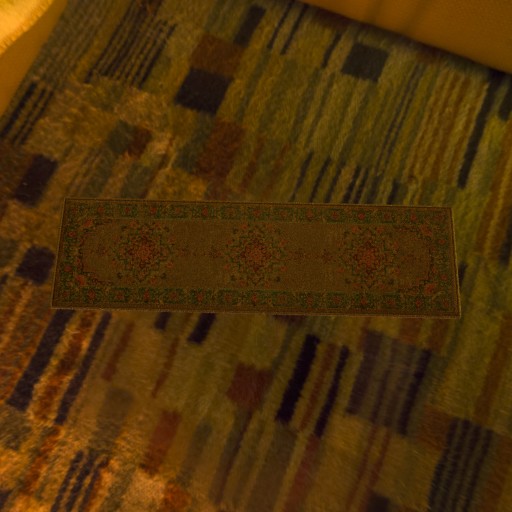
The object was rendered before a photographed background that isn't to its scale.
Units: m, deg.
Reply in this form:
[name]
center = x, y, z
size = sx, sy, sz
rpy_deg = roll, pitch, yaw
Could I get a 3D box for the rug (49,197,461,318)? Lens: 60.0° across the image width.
[rug]
center = 0.000, 0.000, 2.538
size = 2.297, 0.019, 0.659
rpy_deg = 1, 77, 0
